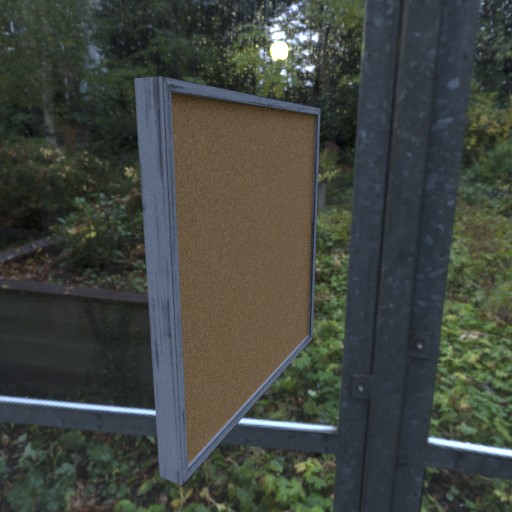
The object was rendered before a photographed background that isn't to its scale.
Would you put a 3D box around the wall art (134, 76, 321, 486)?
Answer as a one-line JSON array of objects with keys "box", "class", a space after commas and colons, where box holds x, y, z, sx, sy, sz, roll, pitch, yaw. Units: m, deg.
[{"box": [0.000, 0.000, 0.748, 0.038, 0.506, 0.506, 7, 16, 26], "class": "wall art"}]
